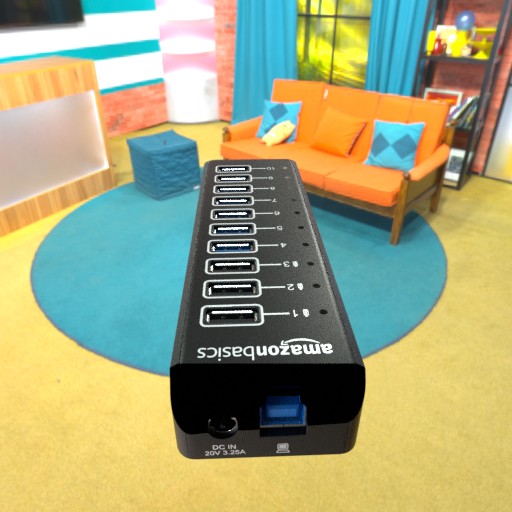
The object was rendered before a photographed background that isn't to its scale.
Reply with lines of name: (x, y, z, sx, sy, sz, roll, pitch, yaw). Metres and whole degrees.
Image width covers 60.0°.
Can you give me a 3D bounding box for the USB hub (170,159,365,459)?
USB hub: (0.000, 0.000, 0.161, 0.044, 0.023, 0.145, -1, 32, -2)
